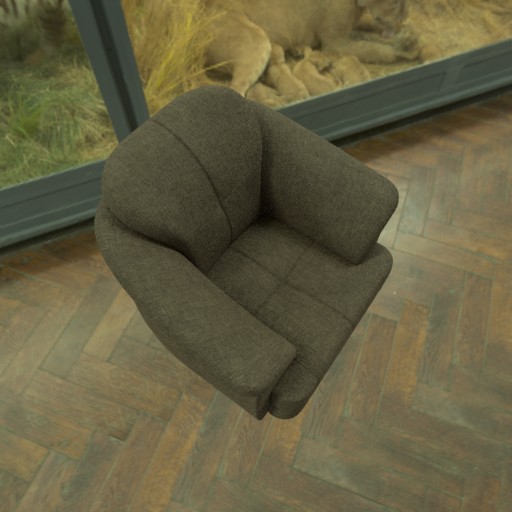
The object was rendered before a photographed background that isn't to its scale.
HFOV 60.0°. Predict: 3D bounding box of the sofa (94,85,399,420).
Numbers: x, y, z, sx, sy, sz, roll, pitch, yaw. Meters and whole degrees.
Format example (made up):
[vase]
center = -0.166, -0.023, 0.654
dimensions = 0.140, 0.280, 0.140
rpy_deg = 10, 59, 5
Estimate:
[sofa]
center = 0.000, 0.000, 1.509
dimensions = 0.794, 0.811, 0.870
rpy_deg = 31, 63, 18
